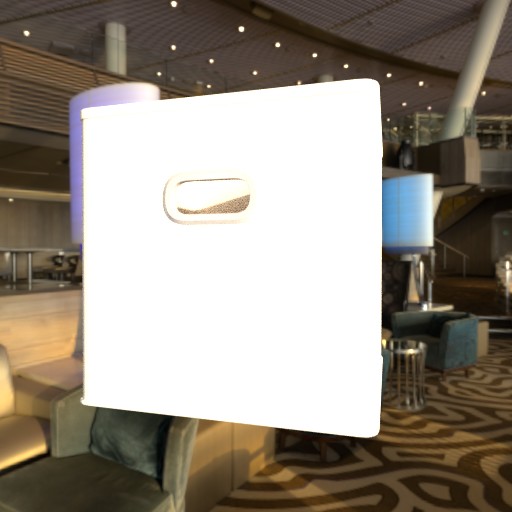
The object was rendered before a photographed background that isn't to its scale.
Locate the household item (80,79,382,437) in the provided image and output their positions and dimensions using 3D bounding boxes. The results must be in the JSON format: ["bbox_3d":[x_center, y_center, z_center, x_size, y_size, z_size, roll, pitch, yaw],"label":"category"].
[{"bbox_3d":[0.000,0.000,0.559,0.305,0.305,0.305,0,1,16],"label":"household item"}]
